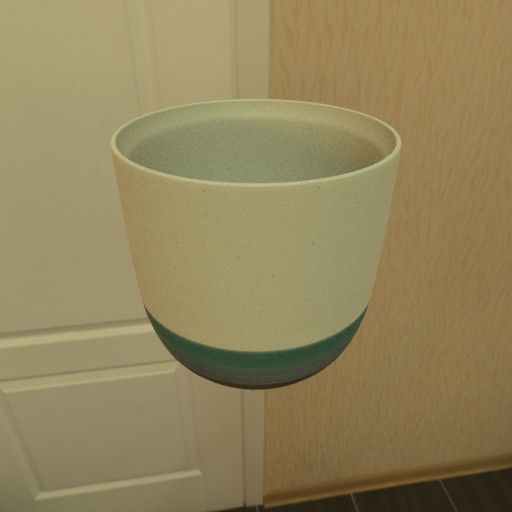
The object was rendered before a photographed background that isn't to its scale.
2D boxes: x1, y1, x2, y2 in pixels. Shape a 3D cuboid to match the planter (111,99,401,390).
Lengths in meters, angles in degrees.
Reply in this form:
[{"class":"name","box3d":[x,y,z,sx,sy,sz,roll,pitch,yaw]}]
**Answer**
[{"class":"planter","box3d":[0.000,0.000,0.377,0.204,0.214,0.204,0,32,0]}]
